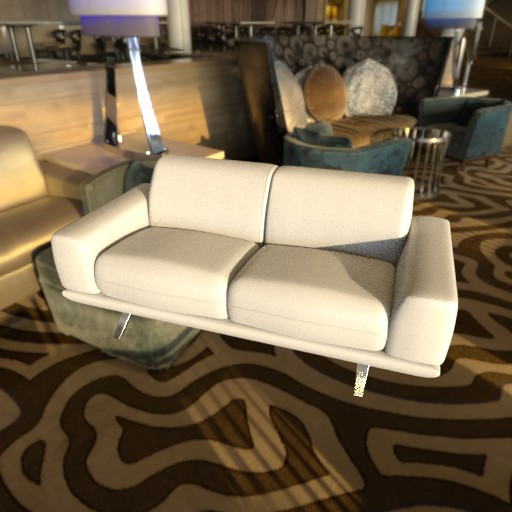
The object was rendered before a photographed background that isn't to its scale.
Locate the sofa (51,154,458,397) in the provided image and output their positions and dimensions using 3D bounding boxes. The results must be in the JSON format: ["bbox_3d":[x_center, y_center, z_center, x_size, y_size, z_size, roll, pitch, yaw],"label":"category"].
[{"bbox_3d":[0.000,0.000,2.343,1.901,0.772,0.900,9,29,17],"label":"sofa"}]
